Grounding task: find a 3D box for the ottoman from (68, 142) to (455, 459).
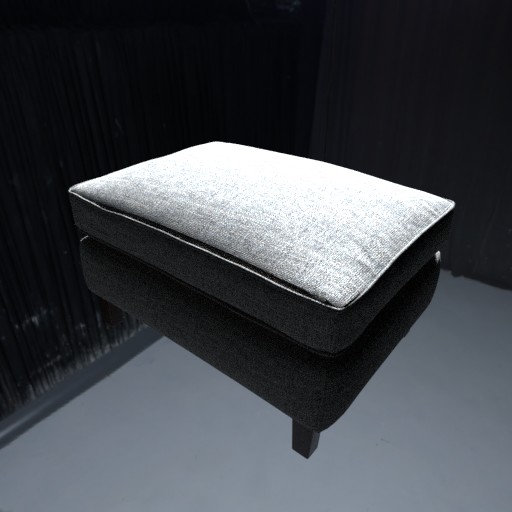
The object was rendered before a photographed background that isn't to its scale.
[{"bbox_3d":[0.000,0.000,0.982,0.686,0.406,0.508,23,37,33],"label":"ottoman"}]
